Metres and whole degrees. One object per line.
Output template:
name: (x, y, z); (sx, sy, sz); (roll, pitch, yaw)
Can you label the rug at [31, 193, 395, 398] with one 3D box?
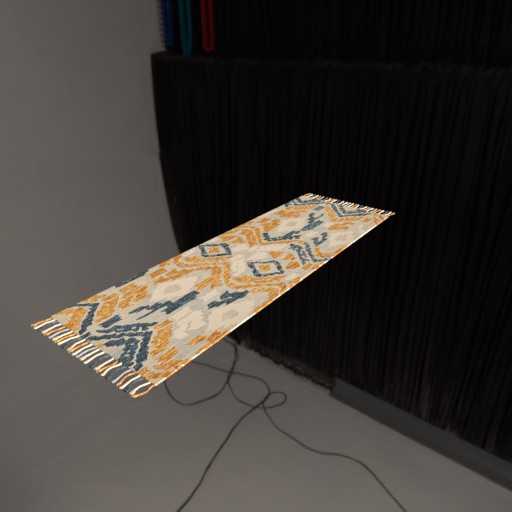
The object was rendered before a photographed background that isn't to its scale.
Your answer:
rug: (0.000, 0.000, 2.713); (0.783, 0.010, 2.437); (19, 32, 33)
